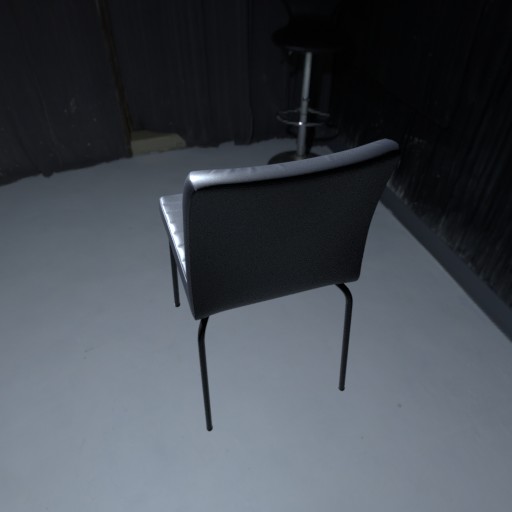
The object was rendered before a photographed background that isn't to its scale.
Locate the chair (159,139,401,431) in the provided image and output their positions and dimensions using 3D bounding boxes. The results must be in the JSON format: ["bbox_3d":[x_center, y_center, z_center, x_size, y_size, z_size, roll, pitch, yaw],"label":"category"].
[{"bbox_3d":[0.000,0.000,1.181,0.450,0.872,0.572,-12,45,-13],"label":"chair"}]
